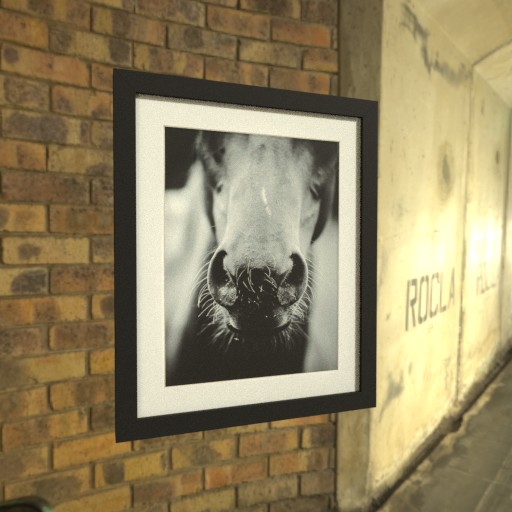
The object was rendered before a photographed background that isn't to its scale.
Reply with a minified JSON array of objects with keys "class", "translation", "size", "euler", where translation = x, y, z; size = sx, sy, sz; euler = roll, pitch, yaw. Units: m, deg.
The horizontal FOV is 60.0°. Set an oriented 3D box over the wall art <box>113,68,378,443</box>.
[{"class":"wall art","translation":[0.000,0.000,0.750],"size":[0.457,0.559,0.033],"euler":[0,1,-19]}]
